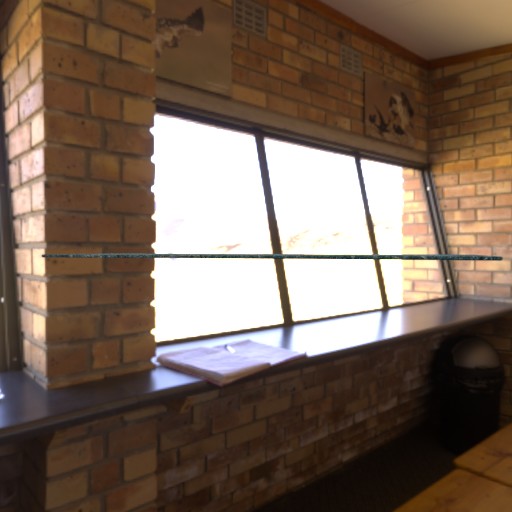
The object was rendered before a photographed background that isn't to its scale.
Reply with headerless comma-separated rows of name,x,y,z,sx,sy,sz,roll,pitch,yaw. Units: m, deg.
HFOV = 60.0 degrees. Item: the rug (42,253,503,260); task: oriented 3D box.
rug,0.000,0.000,2.438,2.286,0.016,0.676,0,1,17
